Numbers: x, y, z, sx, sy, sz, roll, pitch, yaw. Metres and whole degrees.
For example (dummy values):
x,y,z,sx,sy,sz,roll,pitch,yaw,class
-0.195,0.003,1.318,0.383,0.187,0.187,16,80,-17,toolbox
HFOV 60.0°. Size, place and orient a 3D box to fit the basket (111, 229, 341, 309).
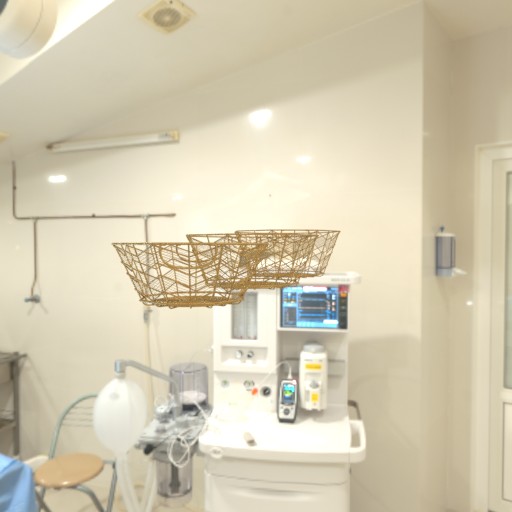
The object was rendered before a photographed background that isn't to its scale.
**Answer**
x,y,z,sx,sy,sz,roll,pitch,yaw,class
0.000,0.000,1.374,0.432,0.178,1.245,0,1,17,basket
